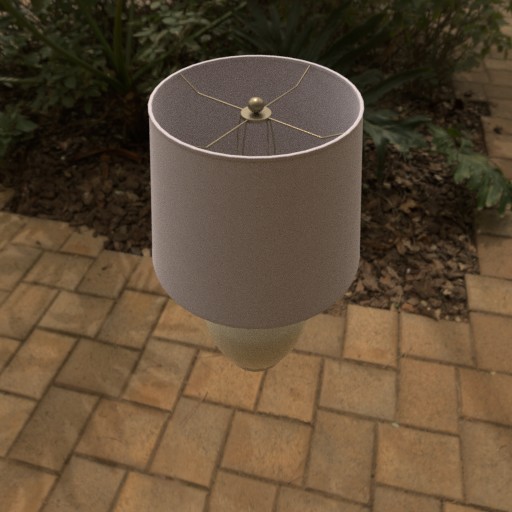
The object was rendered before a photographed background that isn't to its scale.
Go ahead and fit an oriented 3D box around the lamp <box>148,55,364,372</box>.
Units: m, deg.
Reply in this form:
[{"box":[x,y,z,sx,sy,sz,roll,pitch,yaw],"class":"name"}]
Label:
[{"box":[0.000,0.000,0.533,0.239,0.399,0.239,0,46,0],"class":"lamp"}]
